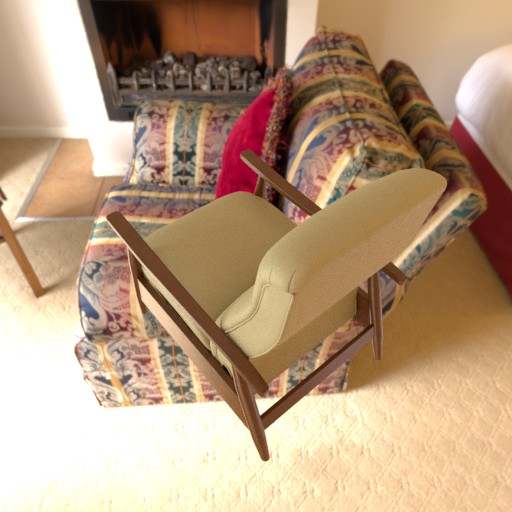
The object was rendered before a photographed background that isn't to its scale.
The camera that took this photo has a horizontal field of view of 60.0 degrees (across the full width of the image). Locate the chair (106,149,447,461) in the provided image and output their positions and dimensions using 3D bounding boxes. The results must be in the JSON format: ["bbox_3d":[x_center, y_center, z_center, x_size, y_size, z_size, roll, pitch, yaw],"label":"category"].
[{"bbox_3d":[0.000,0.000,1.771,0.762,1.082,1.014,-32,54,-26],"label":"chair"}]
